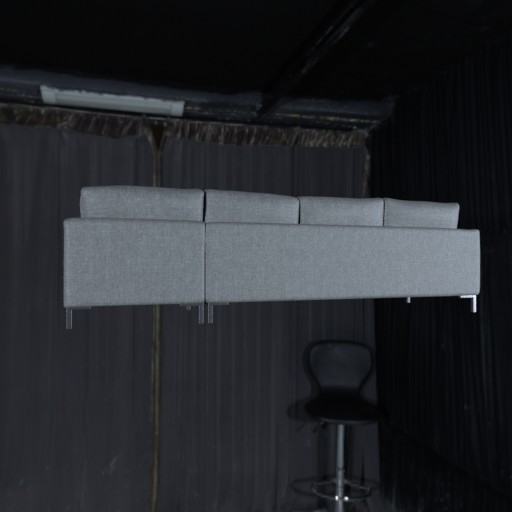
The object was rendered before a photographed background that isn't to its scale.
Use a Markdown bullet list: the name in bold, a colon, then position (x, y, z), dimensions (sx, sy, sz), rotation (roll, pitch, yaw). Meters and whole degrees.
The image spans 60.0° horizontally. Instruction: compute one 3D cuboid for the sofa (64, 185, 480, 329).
- **sofa**: position (0.000, 0.000, 3.853), dimensions (2.972, 0.858, 1.984), rotation (0, -1, -17)
